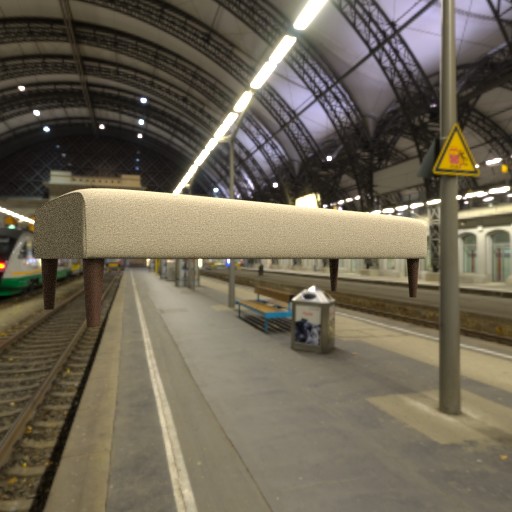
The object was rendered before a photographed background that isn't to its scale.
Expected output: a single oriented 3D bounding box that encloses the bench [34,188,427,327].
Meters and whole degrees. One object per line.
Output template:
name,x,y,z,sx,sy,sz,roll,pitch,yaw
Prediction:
bench,0.000,0.000,1.877,1.609,0.393,0.646,0,-1,-37
